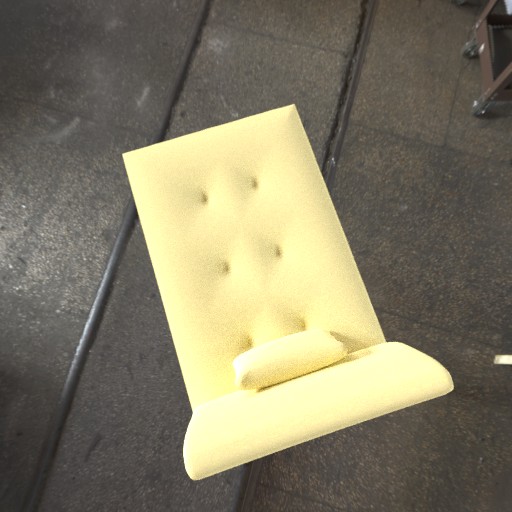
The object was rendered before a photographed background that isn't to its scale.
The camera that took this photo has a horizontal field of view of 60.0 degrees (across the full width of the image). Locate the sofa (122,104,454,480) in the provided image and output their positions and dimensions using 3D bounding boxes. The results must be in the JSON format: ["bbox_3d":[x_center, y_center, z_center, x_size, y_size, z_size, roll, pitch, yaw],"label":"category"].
[{"bbox_3d":[0.000,0.000,1.940,0.930,0.820,1.450,-17,77,-4],"label":"sofa"}]
